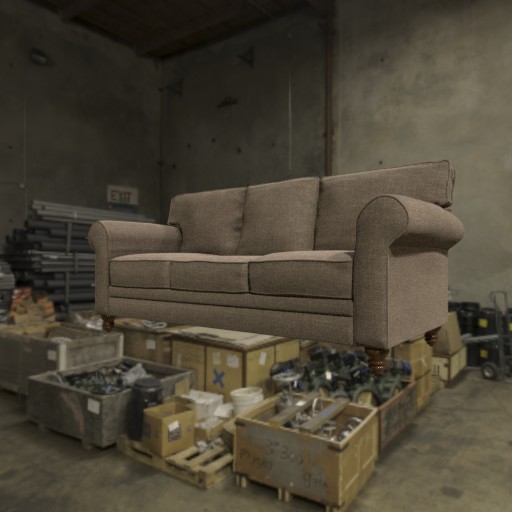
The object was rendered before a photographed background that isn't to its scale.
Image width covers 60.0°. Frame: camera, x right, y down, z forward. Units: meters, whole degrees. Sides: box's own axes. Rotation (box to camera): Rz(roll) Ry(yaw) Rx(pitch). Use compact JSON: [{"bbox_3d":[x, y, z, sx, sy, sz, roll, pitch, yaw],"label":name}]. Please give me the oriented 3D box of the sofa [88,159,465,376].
[{"bbox_3d":[0.000,0.000,2.582,2.084,0.961,0.916,0,-1,37],"label":"sofa"}]
